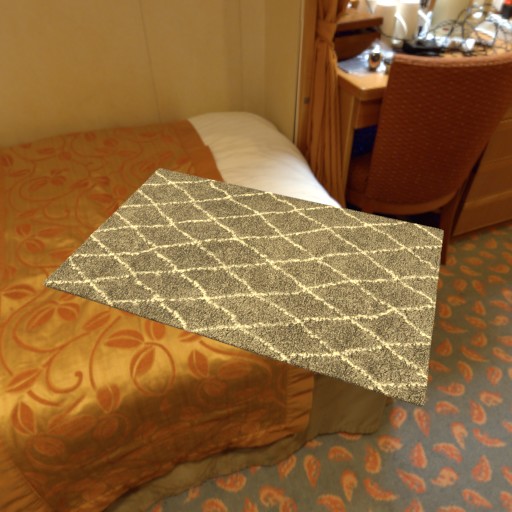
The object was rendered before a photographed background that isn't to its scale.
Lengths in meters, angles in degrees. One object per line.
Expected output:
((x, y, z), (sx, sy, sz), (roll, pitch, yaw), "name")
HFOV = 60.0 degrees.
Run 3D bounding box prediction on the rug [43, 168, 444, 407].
((0.000, 0.000, 3.124), (2.438, 0.030, 1.524), (15, 45, 15), "rug")
